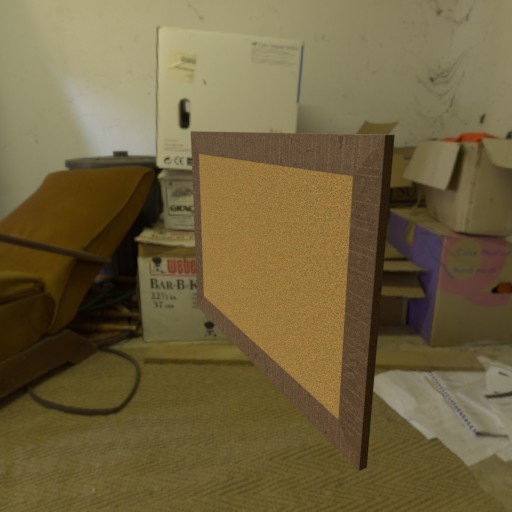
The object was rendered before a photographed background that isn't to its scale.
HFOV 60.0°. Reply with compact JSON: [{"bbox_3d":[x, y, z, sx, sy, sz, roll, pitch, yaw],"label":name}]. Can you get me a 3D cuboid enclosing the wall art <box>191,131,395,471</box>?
[{"bbox_3d":[0.000,0.000,1.166,0.019,0.626,0.917,-8,18,-26],"label":"wall art"}]
